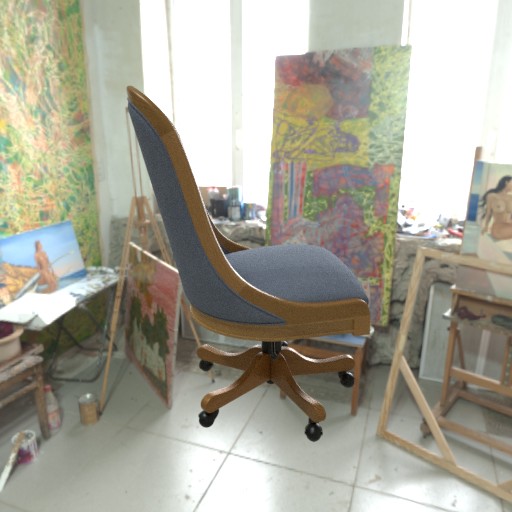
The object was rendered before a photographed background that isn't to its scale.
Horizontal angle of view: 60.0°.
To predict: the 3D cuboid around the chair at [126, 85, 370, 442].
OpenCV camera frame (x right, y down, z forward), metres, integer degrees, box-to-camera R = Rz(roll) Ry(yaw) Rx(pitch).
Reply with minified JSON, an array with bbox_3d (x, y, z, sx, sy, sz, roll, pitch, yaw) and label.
[{"bbox_3d":[0.000,0.000,1.459,0.735,1.031,0.605,-3,16,-9],"label":"chair"}]
